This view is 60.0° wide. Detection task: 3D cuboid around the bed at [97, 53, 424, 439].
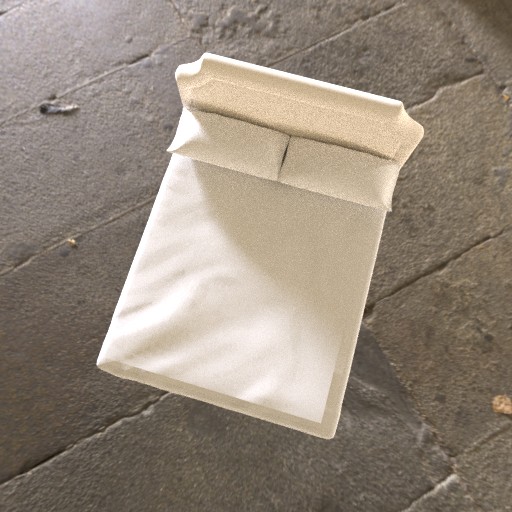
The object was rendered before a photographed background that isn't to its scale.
[{"bbox_3d":[0.000,0.000,3.774,2.134,1.524,2.548,16,76,4],"label":"bed"}]
